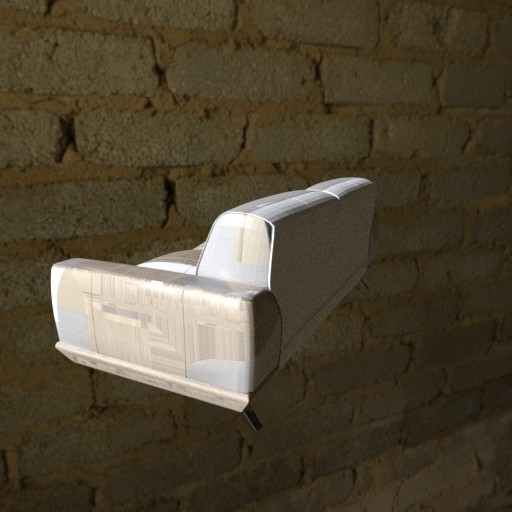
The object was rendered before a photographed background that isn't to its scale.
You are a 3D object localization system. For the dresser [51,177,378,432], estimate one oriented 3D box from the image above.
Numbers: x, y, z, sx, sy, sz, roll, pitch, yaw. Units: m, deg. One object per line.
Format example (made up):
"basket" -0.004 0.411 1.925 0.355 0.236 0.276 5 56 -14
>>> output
"dresser" 0.000 0.000 5.815 2.251 1.863 4.679 7 16 25
